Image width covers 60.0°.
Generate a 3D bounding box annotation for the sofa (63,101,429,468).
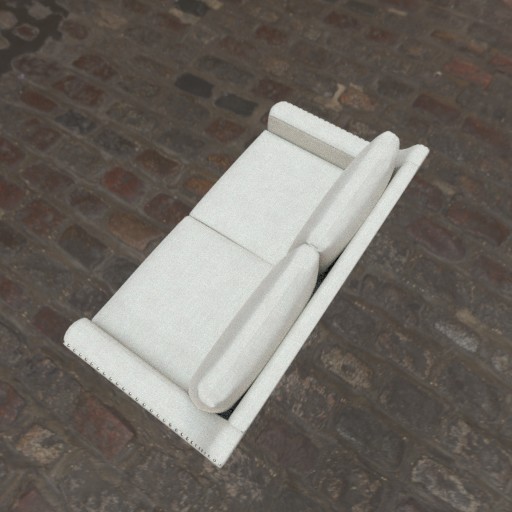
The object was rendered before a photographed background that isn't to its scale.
[{"bbox_3d":[0.000,0.000,2.694,1.104,0.983,2.107,32,67,15],"label":"sofa"}]
